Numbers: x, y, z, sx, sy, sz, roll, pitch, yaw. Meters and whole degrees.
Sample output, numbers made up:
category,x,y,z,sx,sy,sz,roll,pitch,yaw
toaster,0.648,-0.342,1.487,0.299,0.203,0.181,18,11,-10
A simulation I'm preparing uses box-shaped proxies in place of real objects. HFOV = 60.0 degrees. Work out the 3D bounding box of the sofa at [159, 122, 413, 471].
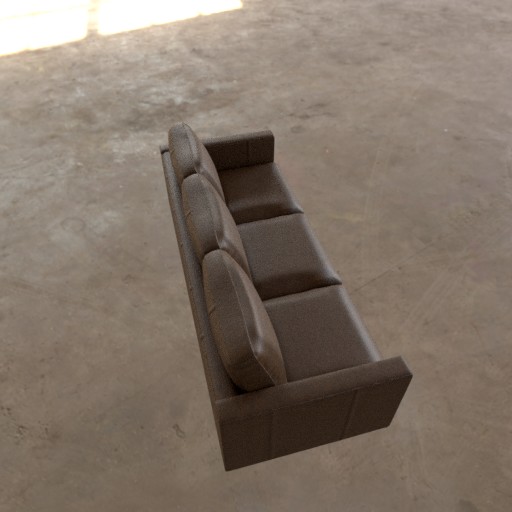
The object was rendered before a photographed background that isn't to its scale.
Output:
category,x,y,z,sx,sy,sz,roll,pitch,yaw
sofa,0.000,0.000,2.781,0.903,0.930,2.231,-11,46,-11
